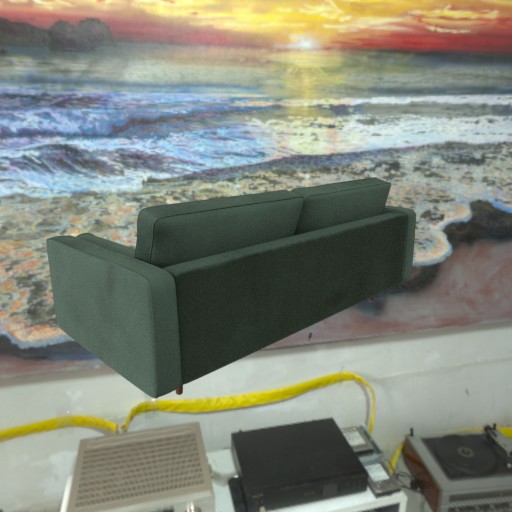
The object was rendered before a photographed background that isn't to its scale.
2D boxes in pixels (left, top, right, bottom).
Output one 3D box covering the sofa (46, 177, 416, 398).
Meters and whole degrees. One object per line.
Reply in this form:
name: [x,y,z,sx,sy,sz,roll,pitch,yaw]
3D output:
sofa: [0.000,0.000,2.401,1.880,0.772,0.916,-15,22,-42]
